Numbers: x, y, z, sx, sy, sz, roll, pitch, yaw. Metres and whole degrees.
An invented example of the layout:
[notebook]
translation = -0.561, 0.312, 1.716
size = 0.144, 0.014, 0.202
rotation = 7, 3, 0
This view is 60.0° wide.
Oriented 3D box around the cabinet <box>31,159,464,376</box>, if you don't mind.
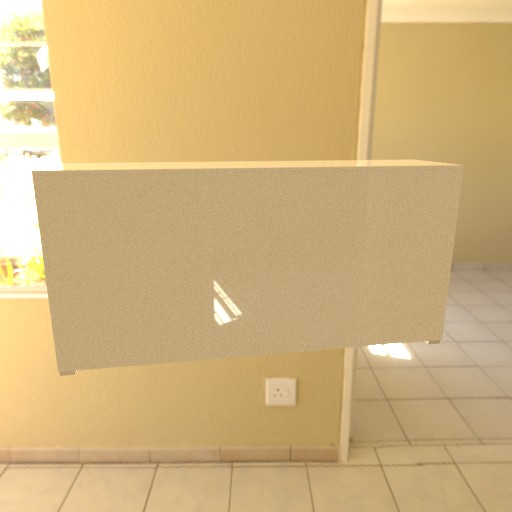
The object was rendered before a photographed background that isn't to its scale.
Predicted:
[cabinet]
translation = 0.000, 0.000, 1.968
size = 1.650, 0.800, 0.400
rotation = -3, 16, -10
